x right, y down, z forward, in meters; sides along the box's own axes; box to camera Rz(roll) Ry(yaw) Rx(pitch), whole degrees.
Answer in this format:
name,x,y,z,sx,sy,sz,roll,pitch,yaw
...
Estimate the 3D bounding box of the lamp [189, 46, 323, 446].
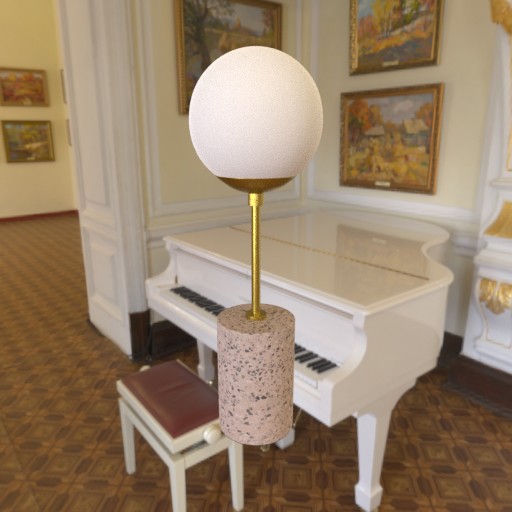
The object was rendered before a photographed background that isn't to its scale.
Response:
name,x,y,z,sx,sy,sz,roll,pitch,yaw
lamp,0.000,0.000,0.556,0.153,0.480,0.153,0,15,0
